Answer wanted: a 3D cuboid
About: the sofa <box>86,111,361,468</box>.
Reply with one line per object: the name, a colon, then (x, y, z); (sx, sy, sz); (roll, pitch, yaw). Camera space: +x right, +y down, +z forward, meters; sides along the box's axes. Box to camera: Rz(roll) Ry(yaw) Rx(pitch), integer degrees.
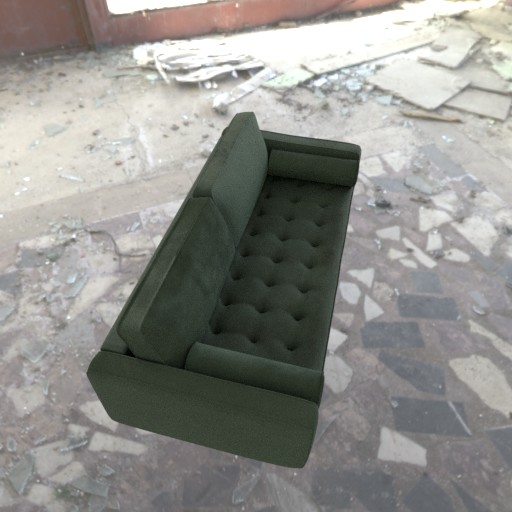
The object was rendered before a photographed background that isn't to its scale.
sofa: (0.000, 0.000, 2.369); (0.916, 0.772, 1.880); (11, 48, 10)
